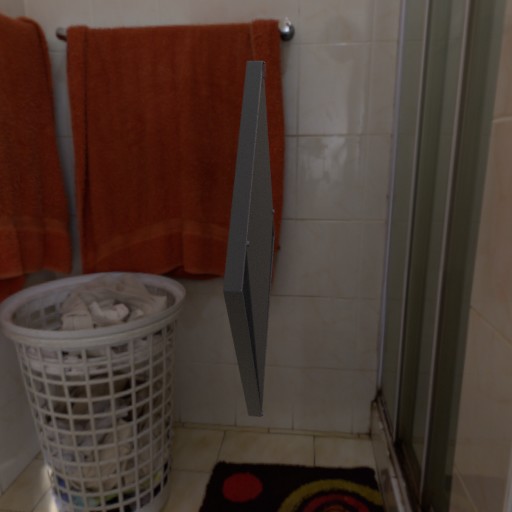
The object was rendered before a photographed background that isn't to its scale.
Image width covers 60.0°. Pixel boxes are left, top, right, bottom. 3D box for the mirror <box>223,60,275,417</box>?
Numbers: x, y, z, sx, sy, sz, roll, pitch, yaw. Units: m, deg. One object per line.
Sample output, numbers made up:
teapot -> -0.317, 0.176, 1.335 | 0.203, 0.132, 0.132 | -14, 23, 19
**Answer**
mirror -> 0.000, 0.000, 0.831 | 0.032, 0.679, 0.419 | 2, 14, 8
